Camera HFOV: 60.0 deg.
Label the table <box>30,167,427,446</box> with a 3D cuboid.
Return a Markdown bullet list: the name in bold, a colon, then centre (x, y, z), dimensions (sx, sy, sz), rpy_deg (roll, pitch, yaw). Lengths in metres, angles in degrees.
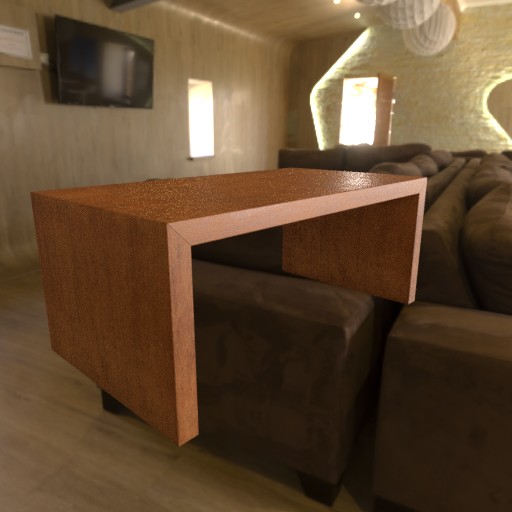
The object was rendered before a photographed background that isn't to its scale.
- **table**: centre (0.000, 0.000, 1.288), dimensions (0.549, 0.419, 1.000), rpy_deg (14, 21, 41)
